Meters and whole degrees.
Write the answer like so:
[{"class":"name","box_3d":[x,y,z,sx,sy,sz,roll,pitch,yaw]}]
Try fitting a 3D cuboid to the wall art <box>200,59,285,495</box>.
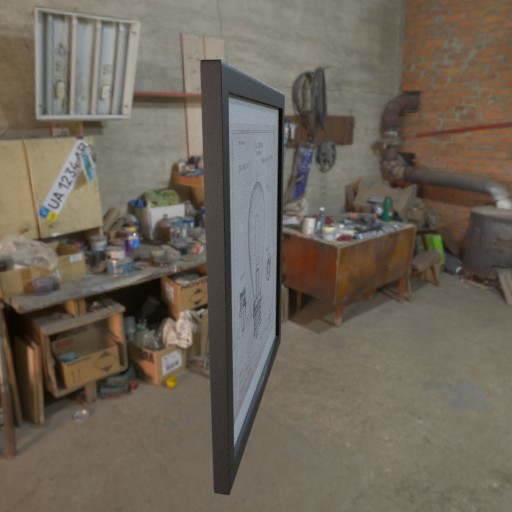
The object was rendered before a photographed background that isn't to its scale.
[{"class":"wall art","box_3d":[0.000,0.000,0.695,0.021,0.509,0.430,3,16,11]}]
